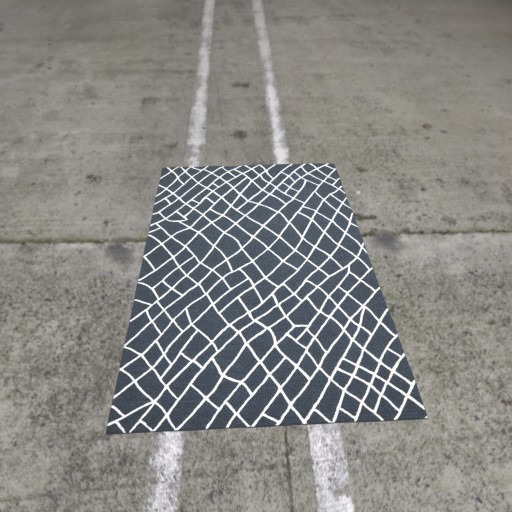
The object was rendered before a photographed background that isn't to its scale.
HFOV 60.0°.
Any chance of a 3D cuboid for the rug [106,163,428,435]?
[{"bbox_3d":[0.000,0.000,3.008,1.529,0.017,2.448,-2,41,-2],"label":"rug"}]
